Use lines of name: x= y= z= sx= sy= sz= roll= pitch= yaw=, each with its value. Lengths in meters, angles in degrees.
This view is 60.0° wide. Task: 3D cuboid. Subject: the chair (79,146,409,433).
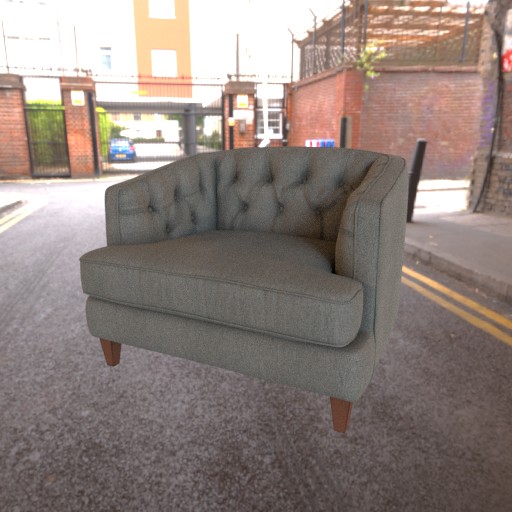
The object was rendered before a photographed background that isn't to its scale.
chair: x=0.000 y=0.000 z=1.792 sx=1.094 sy=0.852 sz=0.945 roll=7 pitch=16 yaw=25
